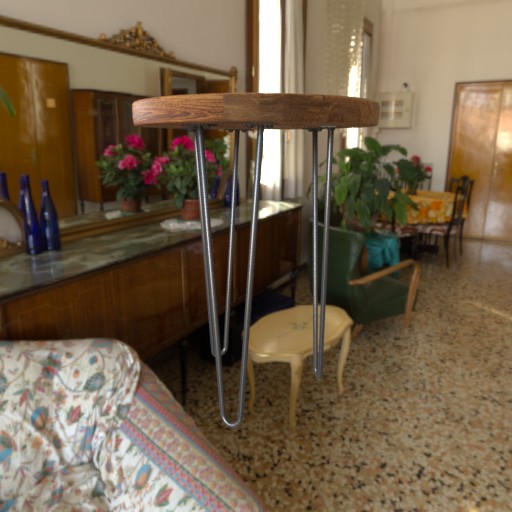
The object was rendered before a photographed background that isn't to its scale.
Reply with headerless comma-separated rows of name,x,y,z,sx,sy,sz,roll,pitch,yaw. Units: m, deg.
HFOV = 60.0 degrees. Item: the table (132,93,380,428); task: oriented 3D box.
table,0.000,0.000,0.805,0.400,0.520,0.400,0,15,0
